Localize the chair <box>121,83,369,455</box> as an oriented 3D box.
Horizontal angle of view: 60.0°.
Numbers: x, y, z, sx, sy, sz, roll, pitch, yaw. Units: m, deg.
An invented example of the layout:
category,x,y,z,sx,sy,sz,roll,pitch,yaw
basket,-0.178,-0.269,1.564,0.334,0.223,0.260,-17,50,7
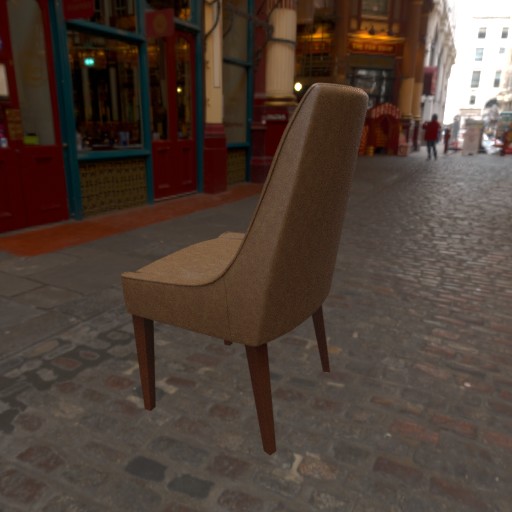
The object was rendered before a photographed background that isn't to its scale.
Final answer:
category,x,y,z,sx,sy,sz,roll,pitch,yaw
chair,0.000,0.000,1.232,0.544,0.861,0.529,9,19,26
